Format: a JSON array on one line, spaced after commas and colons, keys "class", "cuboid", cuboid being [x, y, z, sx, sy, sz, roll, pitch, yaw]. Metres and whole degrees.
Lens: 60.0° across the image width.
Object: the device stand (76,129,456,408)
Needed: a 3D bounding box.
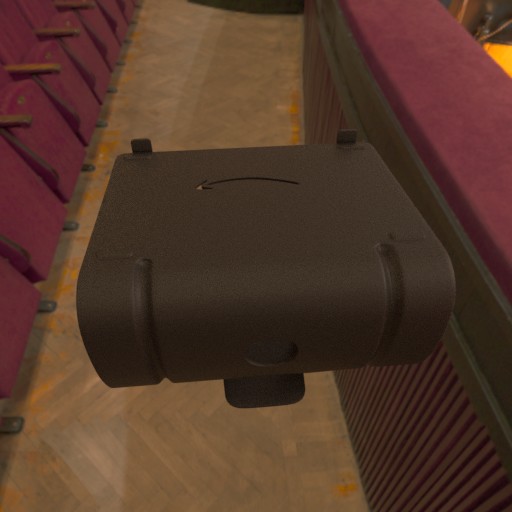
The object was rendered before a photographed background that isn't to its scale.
[{"class": "device stand", "cuboid": [0.000, 0.000, 0.398, 0.256, 0.155, 0.236, -4, 45, -4]}]
